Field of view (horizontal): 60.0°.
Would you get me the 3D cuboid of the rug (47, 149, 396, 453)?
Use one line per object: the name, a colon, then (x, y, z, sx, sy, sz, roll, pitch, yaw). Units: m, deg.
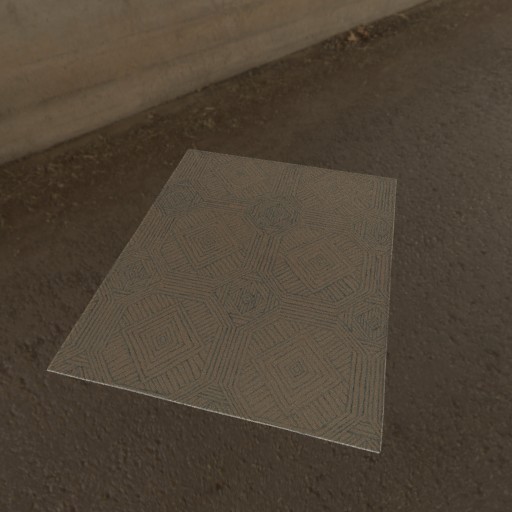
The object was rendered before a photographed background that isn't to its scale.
rug: (0.000, 0.000, 4.117, 2.457, 0.015, 3.049, 10, 47, 10)
